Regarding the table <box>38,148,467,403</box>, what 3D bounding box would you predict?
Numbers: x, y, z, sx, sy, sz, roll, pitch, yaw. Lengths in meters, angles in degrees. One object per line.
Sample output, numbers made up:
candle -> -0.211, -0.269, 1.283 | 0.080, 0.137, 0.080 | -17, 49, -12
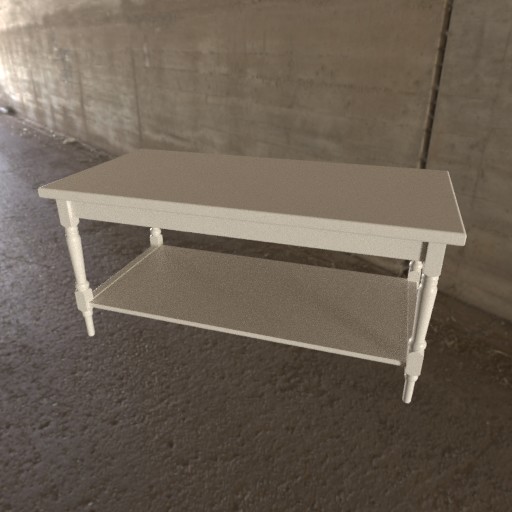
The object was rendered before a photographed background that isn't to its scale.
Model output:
table -> 0.000, 0.000, 1.430 | 1.107, 0.510, 0.550 | 8, 27, 16
